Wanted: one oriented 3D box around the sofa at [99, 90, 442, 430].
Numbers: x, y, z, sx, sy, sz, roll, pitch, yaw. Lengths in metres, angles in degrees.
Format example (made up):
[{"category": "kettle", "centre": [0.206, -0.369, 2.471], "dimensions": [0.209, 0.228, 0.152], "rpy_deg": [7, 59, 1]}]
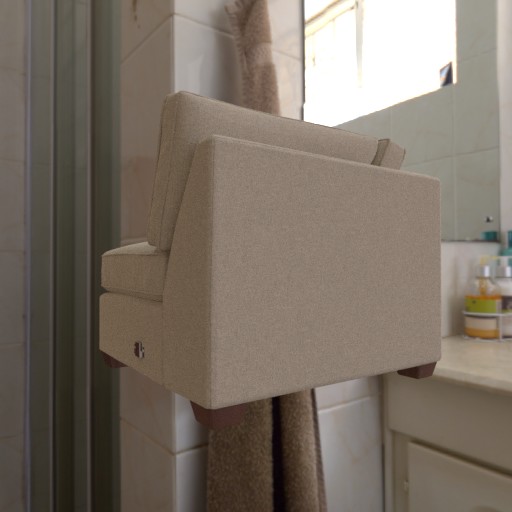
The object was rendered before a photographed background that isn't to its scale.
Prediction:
[{"category": "sofa", "centre": [0.000, 0.000, 1.948], "dimensions": [1.146, 1.002, 1.084], "rpy_deg": [1, -1, -35]}]
